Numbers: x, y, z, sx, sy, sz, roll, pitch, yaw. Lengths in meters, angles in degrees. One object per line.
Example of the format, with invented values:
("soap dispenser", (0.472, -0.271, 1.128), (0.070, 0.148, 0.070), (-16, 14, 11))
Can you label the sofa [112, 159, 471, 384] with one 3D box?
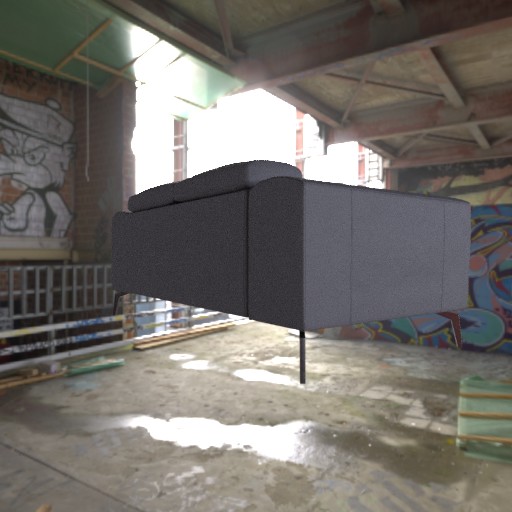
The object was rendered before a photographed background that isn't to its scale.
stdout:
("sofa", (0.000, 0.000, 2.403), (1.003, 0.779, 1.895), (0, 1, -36))
